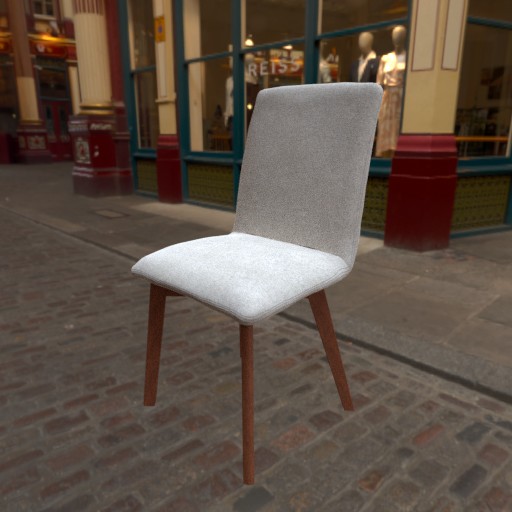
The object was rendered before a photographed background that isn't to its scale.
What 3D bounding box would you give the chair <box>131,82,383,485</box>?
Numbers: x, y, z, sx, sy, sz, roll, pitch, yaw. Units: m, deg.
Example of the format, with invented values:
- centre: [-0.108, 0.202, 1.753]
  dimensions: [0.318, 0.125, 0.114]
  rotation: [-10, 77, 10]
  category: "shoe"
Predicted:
- centre: [0.000, 0.000, 1.301]
  dimensions: [0.522, 0.974, 0.563]
  rotation: [15, 22, 42]
  category: "chair"
